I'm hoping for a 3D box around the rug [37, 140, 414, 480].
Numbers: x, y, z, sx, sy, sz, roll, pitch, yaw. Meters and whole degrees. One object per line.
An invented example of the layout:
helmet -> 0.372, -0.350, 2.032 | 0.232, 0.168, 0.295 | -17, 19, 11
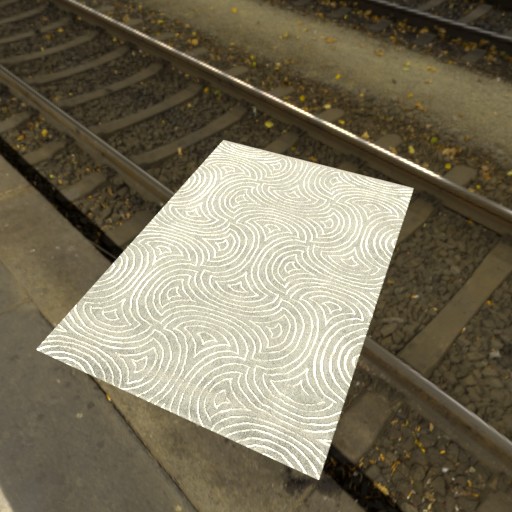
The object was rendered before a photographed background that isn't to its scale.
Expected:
rug -> 0.000, 0.000, 2.755 | 1.543, 0.015, 2.144 | 18, 50, 16
